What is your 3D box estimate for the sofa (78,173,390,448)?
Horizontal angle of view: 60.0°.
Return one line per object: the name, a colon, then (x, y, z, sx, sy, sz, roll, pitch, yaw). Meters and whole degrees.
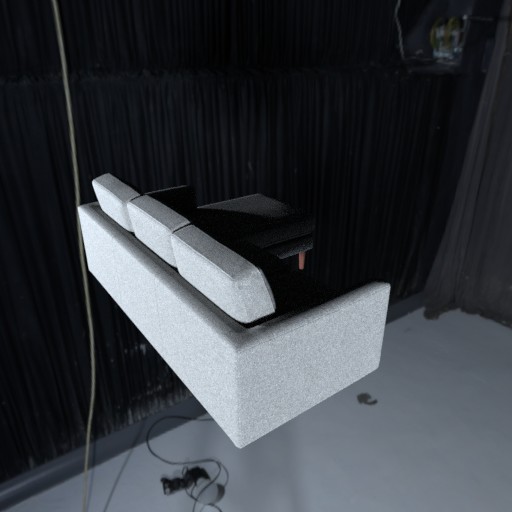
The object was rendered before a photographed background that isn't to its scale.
sofa: (0.000, 0.000, 2.938, 1.667, 0.957, 2.055, -17, 31, -32)
